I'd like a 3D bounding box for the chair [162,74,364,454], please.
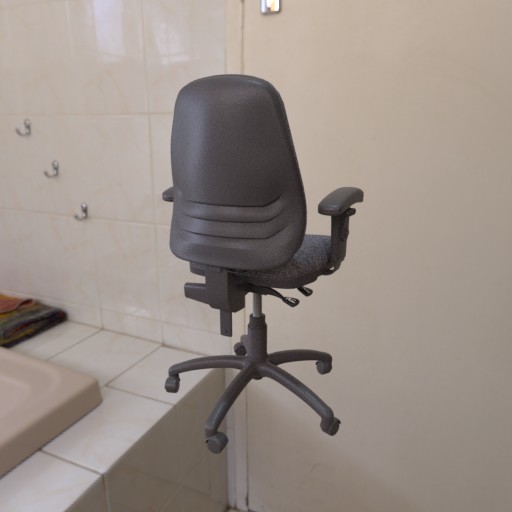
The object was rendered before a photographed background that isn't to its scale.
[{"bbox_3d":[0.000,0.000,1.232,0.550,0.910,0.530,8,18,26],"label":"chair"}]
